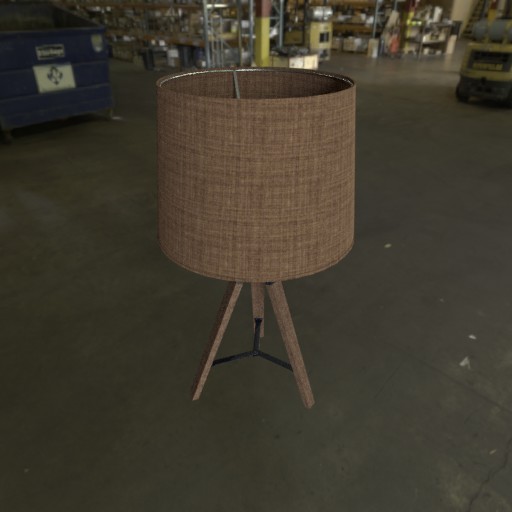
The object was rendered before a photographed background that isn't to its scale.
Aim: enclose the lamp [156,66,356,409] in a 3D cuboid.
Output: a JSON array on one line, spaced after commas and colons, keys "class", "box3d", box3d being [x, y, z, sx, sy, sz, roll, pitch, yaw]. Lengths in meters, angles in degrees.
[{"class": "lamp", "box3d": [0.000, 0.000, 0.688, 0.290, 0.514, 0.290, 0, 30, 0]}]
